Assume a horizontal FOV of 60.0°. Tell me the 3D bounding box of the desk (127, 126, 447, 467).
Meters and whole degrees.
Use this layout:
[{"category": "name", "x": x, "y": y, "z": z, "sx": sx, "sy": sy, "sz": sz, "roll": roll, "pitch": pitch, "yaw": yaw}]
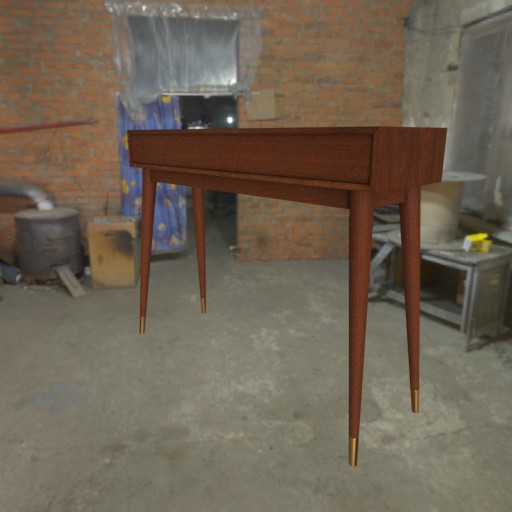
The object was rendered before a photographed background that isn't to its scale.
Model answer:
[{"category": "desk", "x": 0.000, "y": 0.000, "z": 1.665, "sx": 0.384, "sy": 0.917, "sz": 1.204, "roll": -14, "pitch": 21, "yaw": -41}]
